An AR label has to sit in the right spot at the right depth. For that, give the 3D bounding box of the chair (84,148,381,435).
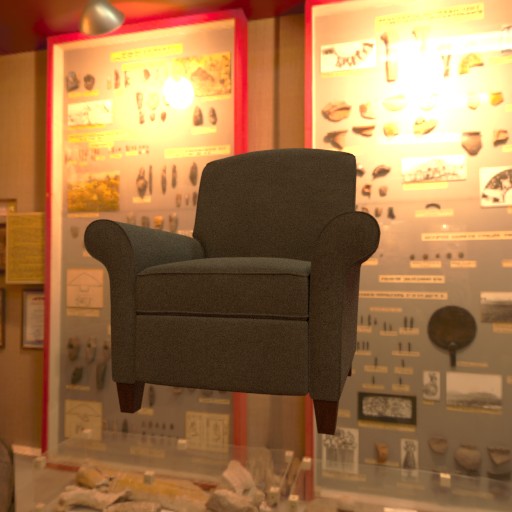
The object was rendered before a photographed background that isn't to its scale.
[{"bbox_3d":[0.000,0.000,1.793,0.978,1.061,0.905,0,-1,16],"label":"chair"}]
